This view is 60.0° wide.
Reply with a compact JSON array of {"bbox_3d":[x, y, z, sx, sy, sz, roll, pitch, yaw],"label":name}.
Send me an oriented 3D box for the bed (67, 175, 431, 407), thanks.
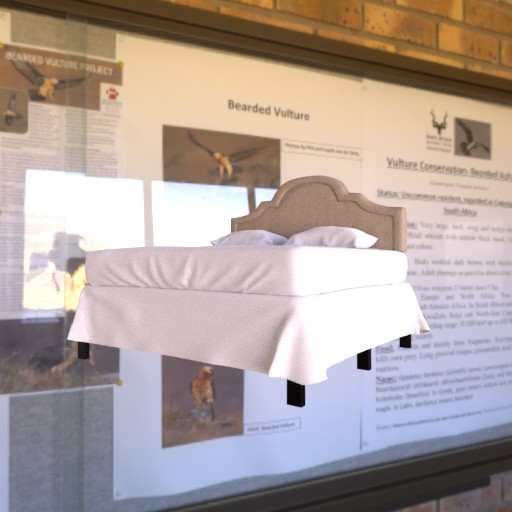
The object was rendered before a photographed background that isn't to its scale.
[{"bbox_3d":[0.000,0.000,3.743,2.303,1.631,2.222,0,-1,35],"label":"bed"}]
